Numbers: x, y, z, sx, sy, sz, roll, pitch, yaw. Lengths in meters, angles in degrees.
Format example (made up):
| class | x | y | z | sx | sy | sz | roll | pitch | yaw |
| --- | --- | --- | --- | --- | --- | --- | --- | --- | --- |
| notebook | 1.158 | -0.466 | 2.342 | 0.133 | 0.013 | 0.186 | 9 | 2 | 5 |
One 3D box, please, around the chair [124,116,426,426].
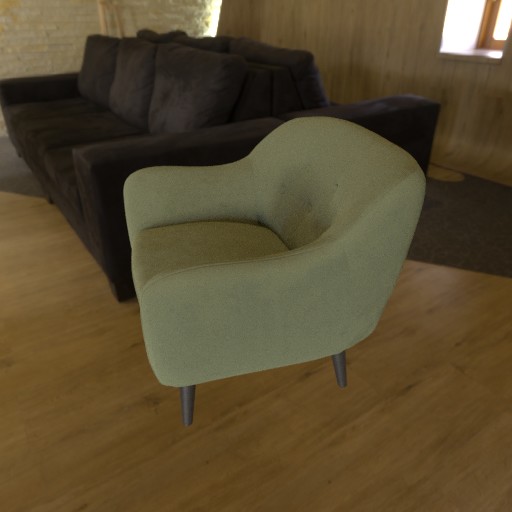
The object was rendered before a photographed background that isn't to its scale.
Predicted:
| class | x | y | z | sx | sy | sz | roll | pitch | yaw |
| --- | --- | --- | --- | --- | --- | --- | --- | --- | --- |
| chair | 0.000 | 0.000 | 1.509 | 0.819 | 0.804 | 0.840 | -9 | 30 | -15 |
